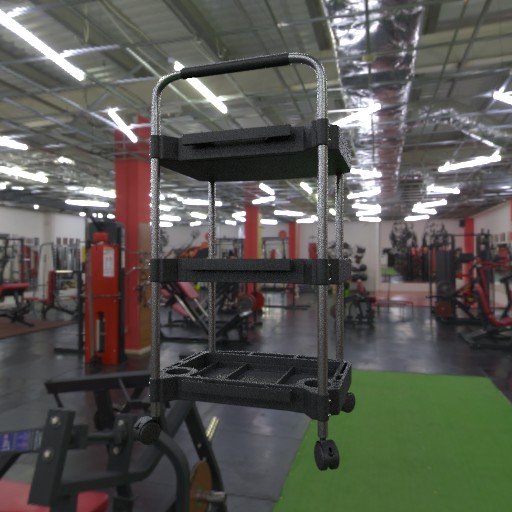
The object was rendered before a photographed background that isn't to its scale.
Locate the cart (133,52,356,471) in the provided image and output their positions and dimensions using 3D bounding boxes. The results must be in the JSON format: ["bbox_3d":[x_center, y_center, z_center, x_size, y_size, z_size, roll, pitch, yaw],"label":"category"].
[{"bbox_3d":[0.000,0.000,1.407,0.584,1.075,0.518,0,0,18],"label":"cart"}]
